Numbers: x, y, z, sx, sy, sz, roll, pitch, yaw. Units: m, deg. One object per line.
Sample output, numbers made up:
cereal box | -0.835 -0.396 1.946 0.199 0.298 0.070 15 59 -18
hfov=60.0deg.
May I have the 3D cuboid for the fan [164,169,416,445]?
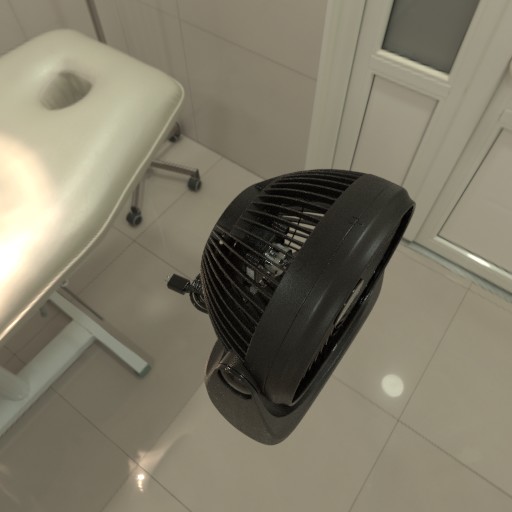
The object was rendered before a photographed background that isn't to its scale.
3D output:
fan | 0.000 0.000 0.480 0.256 0.277 0.273 32 63 18
